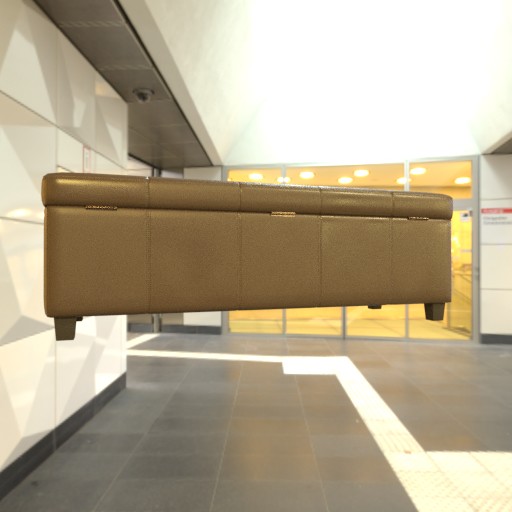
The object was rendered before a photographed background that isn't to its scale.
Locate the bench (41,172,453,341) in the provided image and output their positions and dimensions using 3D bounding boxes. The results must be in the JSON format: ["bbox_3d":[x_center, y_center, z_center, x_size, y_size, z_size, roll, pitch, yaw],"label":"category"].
[{"bbox_3d":[0.000,0.000,1.434,1.219,0.417,0.450,0,0,-18],"label":"bench"}]
